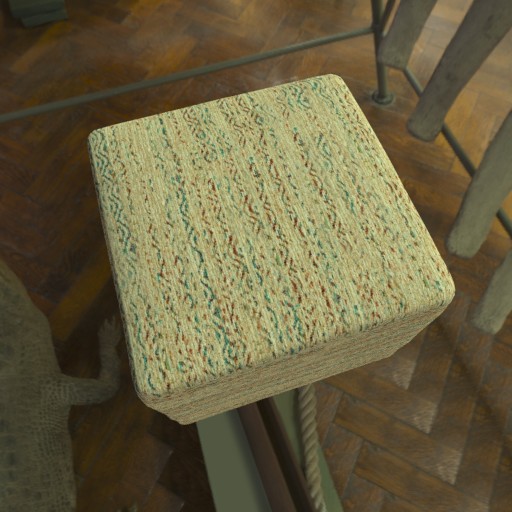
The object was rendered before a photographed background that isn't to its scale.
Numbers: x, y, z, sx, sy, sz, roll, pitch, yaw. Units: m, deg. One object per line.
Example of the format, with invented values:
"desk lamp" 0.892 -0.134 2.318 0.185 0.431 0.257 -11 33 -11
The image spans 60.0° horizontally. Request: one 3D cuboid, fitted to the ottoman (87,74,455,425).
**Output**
"ottoman" 0.000 0.000 0.922 0.521 0.453 0.512 -16 66 -8
